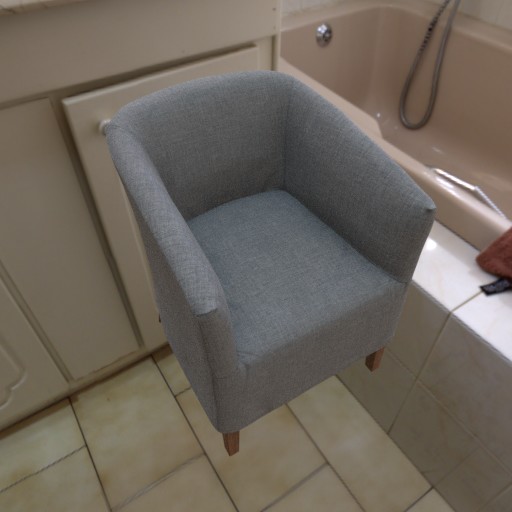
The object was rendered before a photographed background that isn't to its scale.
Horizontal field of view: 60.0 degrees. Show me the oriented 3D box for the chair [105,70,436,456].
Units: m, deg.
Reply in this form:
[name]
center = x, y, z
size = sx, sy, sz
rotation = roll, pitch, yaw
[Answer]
[chair]
center = 0.000, 0.000, 1.257
size = 0.600, 0.771, 0.668
rotation = -23, 50, -21
